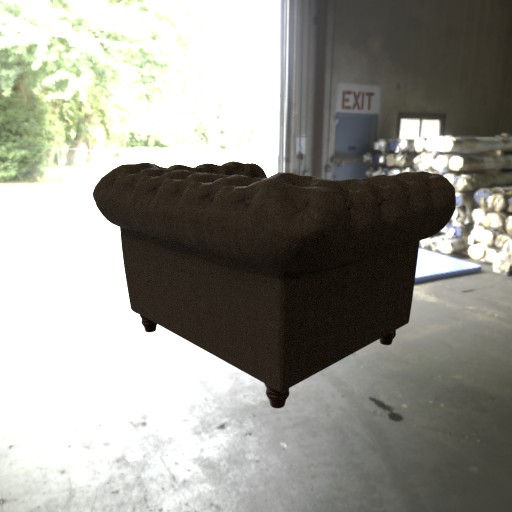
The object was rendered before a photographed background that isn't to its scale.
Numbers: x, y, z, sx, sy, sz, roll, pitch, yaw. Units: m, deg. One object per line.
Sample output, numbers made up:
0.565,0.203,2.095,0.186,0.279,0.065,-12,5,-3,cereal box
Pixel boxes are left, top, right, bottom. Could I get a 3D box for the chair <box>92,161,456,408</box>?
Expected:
0.000,0.000,1.908,0.945,0.780,1.298,-13,20,-42,chair
